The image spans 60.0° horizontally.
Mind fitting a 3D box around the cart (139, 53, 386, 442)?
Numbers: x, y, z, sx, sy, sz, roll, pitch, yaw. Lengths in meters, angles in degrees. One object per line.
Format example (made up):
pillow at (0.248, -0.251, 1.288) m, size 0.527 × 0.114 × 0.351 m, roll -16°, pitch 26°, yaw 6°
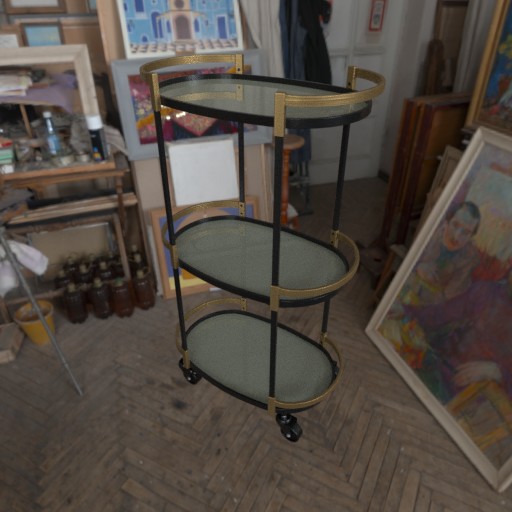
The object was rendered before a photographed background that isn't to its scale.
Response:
cart at (0.000, 0.000, 1.125) m, size 0.515 × 0.885 × 0.311 m, roll 20°, pitch 38°, yaw 28°
